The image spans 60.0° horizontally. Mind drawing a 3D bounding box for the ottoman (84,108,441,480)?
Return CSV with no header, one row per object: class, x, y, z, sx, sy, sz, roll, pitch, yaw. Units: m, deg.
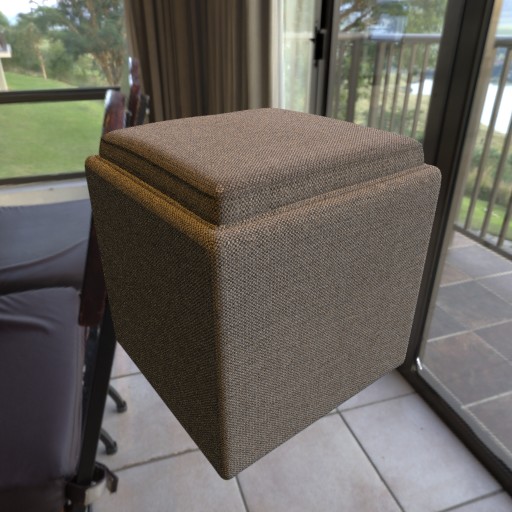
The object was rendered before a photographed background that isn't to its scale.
ottoman,0.000,0.000,0.841,0.454,0.487,0.436,-20,34,-32
